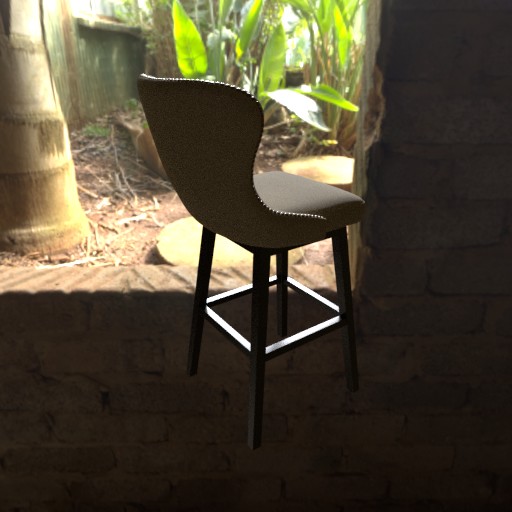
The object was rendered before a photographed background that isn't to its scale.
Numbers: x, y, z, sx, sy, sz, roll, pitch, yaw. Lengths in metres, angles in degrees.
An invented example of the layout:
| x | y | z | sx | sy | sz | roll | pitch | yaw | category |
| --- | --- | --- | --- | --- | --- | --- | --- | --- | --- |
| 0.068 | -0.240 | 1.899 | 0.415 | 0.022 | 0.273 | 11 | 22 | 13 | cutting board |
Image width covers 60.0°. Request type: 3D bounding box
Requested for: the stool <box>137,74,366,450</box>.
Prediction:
| x | y | z | sx | sy | sz | roll | pitch | yaw | category |
| --- | --- | --- | --- | --- | --- | --- | --- | --- | --- |
| 0.000 | 0.000 | 1.399 | 0.605 | 1.066 | 0.528 | -17 | 29 | -32 | stool |
